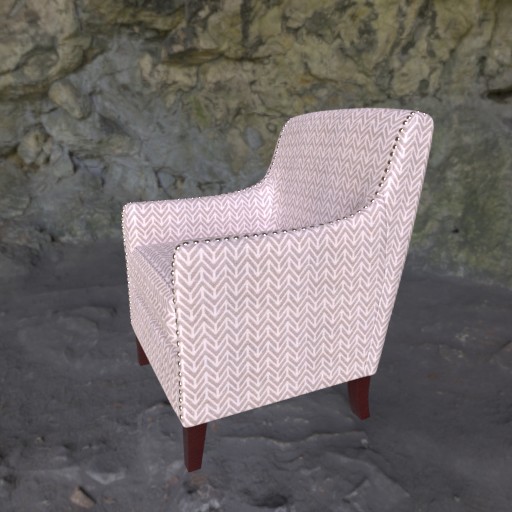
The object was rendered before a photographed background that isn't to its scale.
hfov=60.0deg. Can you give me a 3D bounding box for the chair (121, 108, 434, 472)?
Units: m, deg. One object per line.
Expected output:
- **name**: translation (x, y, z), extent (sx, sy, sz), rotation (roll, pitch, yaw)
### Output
- **chair**: translation (0.000, 0.000, 1.280), extent (0.651, 0.816, 0.623), rotation (-7, 17, -25)
